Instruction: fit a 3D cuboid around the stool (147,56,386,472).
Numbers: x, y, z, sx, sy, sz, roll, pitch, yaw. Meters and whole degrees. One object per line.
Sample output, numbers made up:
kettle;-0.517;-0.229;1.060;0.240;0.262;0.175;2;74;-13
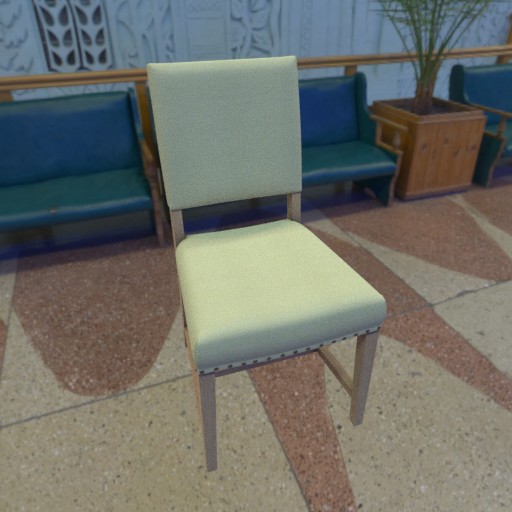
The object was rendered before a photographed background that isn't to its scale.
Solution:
stool;0.000;0.000;1.294;0.508;0.986;0.623;-10;34;-16
